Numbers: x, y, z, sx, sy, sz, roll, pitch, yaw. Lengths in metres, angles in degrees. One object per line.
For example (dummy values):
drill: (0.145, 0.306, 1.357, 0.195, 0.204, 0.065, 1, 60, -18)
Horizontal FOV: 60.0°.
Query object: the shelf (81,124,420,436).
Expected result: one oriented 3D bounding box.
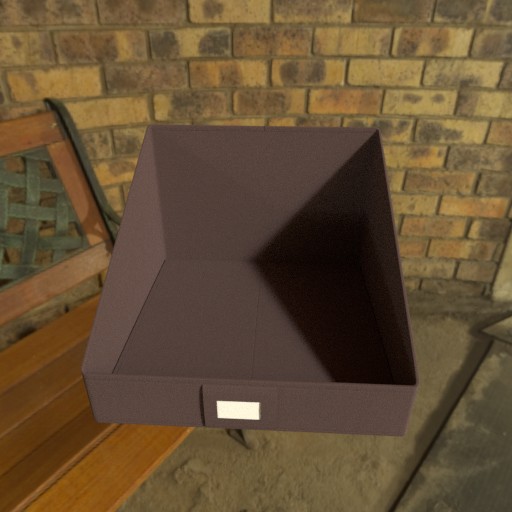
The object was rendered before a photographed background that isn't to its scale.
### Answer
shelf: (0.000, 0.000, 0.481, 0.292, 0.210, 0.292, 2, 30, 3)
